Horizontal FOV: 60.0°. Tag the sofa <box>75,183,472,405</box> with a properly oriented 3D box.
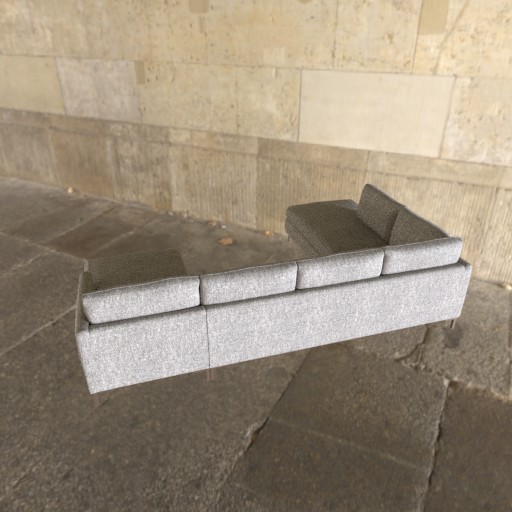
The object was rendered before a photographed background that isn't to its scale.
[{"bbox_3d":[0.000,0.000,3.684,2.737,0.756,1.879,-8,29,-15],"label":"sofa"}]
